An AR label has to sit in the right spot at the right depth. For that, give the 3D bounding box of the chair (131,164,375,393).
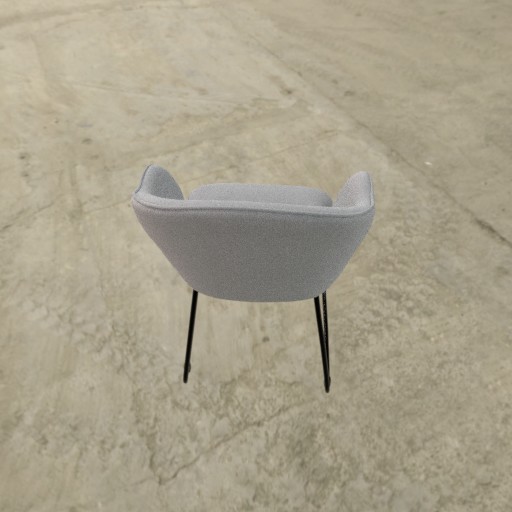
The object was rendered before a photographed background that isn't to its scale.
[{"bbox_3d":[0.000,0.000,1.228,0.570,0.817,0.592,2,46,2],"label":"chair"}]
